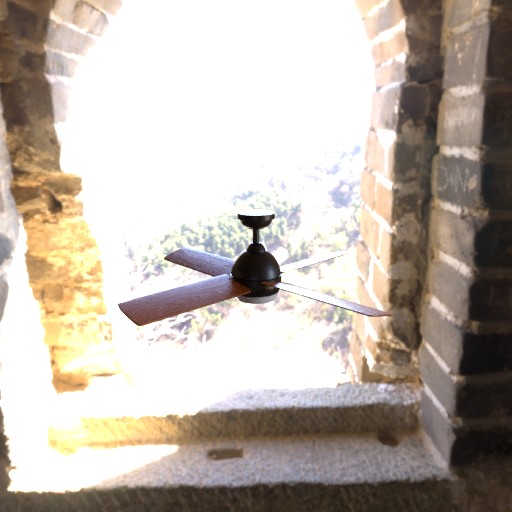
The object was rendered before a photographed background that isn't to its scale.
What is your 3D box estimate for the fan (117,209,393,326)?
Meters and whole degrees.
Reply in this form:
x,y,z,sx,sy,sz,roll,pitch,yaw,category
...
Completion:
x,y,z,sx,sy,sz,roll,pitch,yaw,category
0.000,0.000,2.033,1.332,0.403,1.332,-14,20,-43,fan
